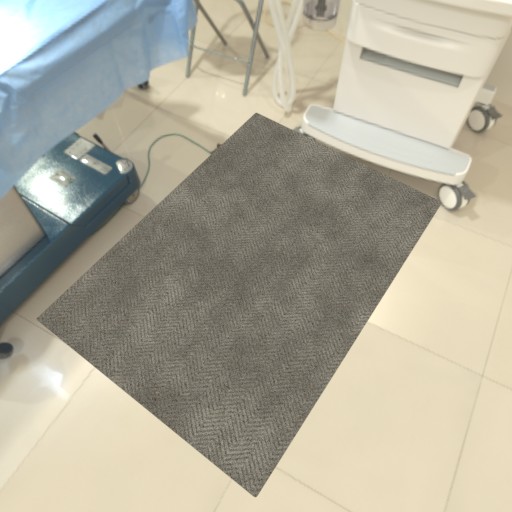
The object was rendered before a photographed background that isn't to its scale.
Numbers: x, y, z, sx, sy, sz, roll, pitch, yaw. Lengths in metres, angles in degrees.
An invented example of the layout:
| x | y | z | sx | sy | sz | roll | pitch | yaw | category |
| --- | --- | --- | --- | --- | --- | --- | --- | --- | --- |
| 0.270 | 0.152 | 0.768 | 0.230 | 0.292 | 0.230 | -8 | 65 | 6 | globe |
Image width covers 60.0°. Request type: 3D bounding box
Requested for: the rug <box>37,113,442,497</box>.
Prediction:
| x | y | z | sx | sy | sz | roll | pitch | yaw | category |
| --- | --- | --- | --- | --- | --- | --- | --- | --- | --- |
| 0.000 | 0.000 | 2.859 | 1.600 | 0.008 | 2.235 | 31 | 63 | 18 | rug |
